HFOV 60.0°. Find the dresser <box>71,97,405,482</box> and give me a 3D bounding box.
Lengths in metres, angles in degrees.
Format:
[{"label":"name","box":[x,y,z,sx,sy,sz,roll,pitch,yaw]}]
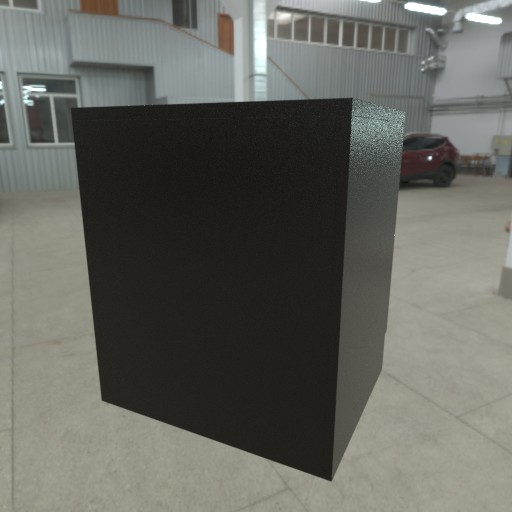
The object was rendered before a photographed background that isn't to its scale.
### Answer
[{"label":"dresser","box":[0.000,0.000,0.752,0.400,0.470,0.360,8,17,26]}]
